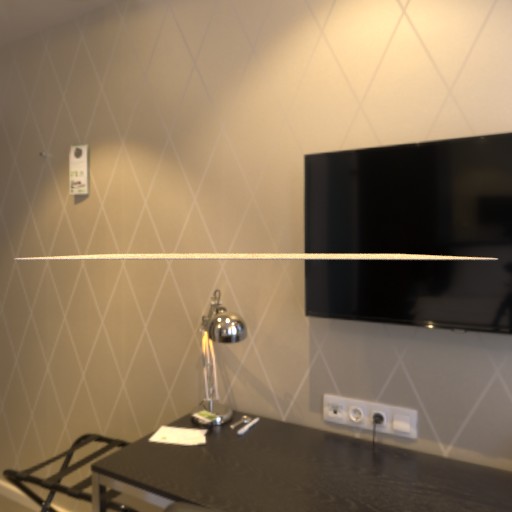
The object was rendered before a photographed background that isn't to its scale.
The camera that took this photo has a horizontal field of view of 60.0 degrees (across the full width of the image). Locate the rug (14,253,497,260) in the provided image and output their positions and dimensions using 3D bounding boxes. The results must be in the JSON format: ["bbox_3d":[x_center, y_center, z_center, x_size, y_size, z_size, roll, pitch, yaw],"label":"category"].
[{"bbox_3d":[0.000,0.000,2.976,2.435,0.012,1.529,0,1,0],"label":"rug"}]
